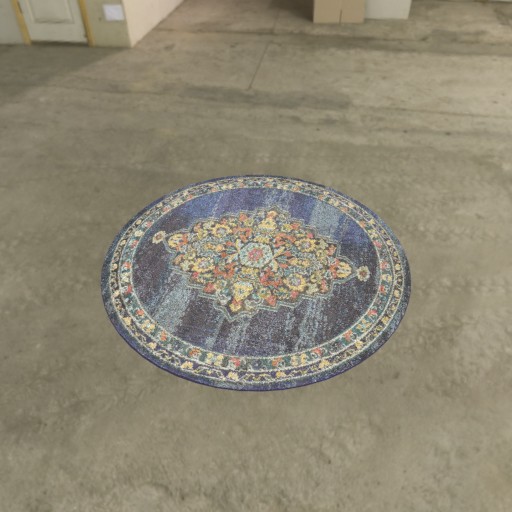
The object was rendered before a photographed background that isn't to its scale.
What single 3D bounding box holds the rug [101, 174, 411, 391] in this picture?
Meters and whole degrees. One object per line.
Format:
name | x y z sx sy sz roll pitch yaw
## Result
rug | 0.000 0.000 3.517 2.386 0.014 2.386 0 42 0
